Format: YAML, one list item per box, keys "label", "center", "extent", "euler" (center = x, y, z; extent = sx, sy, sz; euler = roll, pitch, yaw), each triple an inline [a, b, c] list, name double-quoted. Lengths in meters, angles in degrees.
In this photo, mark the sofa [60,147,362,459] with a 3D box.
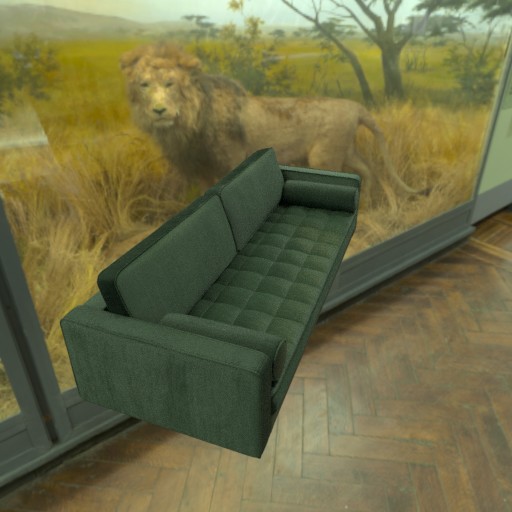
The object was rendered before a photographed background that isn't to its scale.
- label: "sofa"
  center: [0.000, 0.000, 2.654]
  extent: [0.918, 0.769, 2.199]
  euler: [11, 32, 18]
